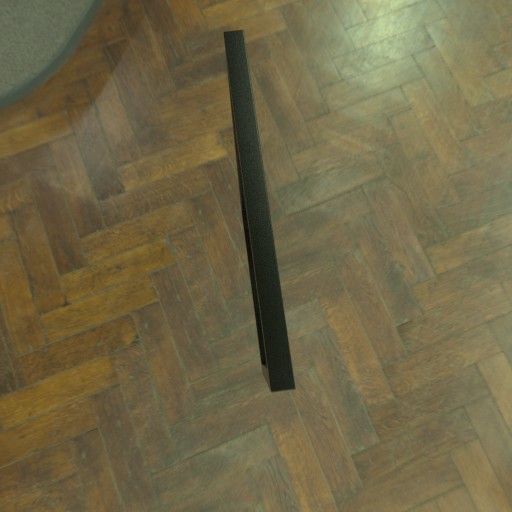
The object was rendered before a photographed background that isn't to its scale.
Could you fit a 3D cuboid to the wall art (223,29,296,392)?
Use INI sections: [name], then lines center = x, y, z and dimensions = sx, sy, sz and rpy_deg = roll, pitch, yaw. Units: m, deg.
[wall art]
center = 0.000, 0.000, 0.586
dimensions = 0.019, 0.455, 0.314
rpy_deg = -7, 77, -2
